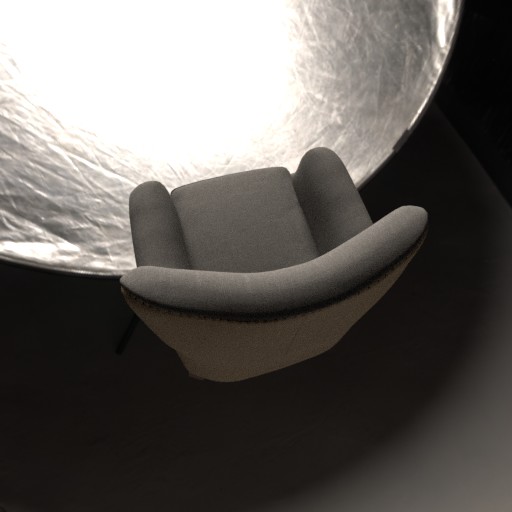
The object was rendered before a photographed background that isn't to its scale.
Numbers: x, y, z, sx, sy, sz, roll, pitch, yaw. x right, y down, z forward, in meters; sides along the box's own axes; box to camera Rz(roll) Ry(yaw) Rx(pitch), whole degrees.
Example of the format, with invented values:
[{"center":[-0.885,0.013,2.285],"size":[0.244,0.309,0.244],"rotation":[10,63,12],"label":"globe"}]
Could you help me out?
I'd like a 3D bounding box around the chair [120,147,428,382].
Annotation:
[{"center":[0.000,0.000,1.668],"size":[0.861,0.936,0.921],"rotation":[-13,58,-8],"label":"chair"}]
